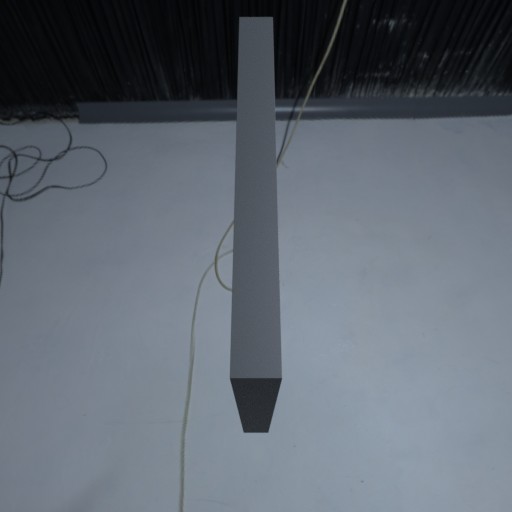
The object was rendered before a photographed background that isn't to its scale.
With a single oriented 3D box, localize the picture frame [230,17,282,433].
[{"bbox_3d":[0.000,0.000,0.465,0.030,0.317,0.317,0,63,0],"label":"picture frame"}]
